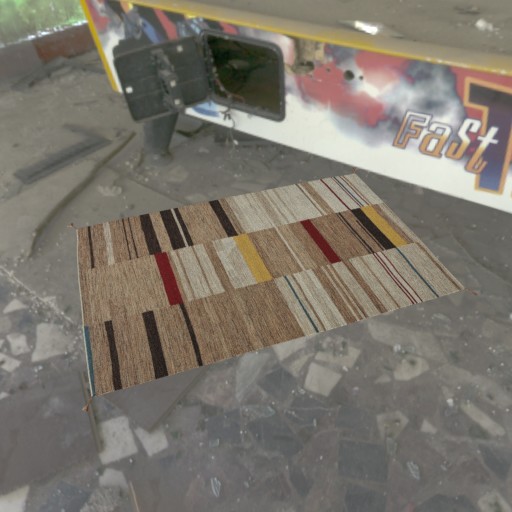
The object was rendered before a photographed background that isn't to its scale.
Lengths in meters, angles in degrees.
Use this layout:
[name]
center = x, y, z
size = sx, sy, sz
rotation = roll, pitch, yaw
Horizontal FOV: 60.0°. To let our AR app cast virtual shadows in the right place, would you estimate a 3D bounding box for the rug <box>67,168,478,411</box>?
[rug]
center = 0.000, 0.000, 2.390
size = 1.918, 0.007, 1.268
rotation = -13, 44, -14
